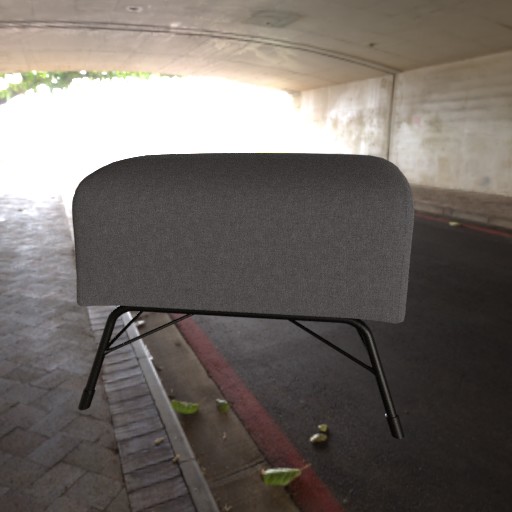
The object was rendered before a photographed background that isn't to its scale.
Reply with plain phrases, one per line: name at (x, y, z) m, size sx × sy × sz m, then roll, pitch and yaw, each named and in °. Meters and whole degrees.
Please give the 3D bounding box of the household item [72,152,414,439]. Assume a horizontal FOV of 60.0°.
household item at (0.000, 0.000, 0.902) m, size 0.530 × 0.410 × 0.530 m, roll 2°, pitch 15°, yaw 8°
